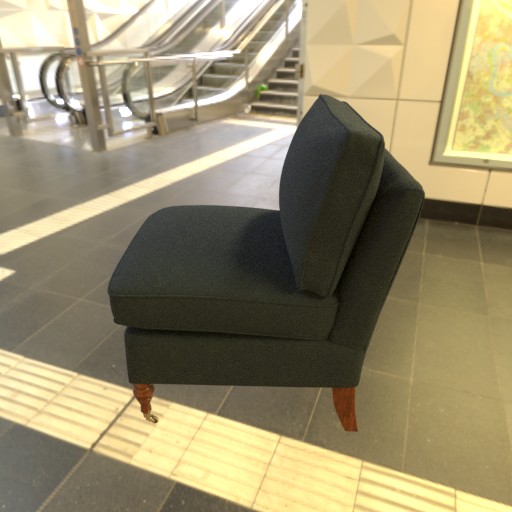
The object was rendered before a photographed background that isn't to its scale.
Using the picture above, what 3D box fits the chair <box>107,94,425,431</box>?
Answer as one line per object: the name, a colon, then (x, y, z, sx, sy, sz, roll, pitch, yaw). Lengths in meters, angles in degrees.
chair: (0.000, 0.000, 1.632, 0.912, 1.052, 0.724, 1, 27, 1)
